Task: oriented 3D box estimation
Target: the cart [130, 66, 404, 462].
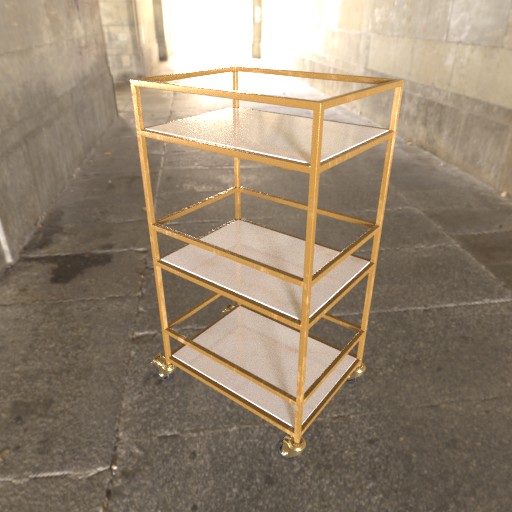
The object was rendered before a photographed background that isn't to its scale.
[{"bbox_3d":[0.000,0.000,1.015,0.483,0.761,0.332,20,35,32],"label":"cart"}]
